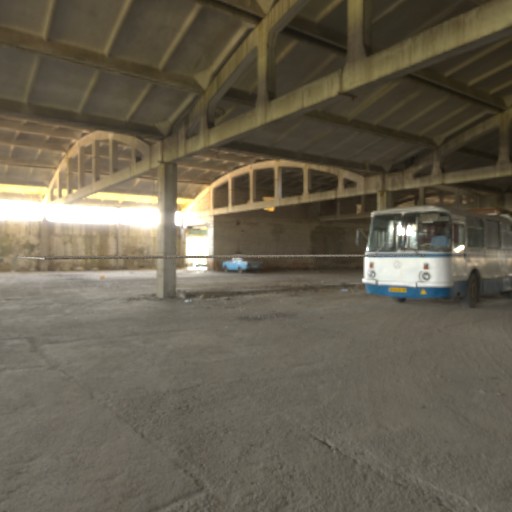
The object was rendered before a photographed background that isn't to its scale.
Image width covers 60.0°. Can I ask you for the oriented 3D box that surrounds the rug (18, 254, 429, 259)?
[{"bbox_3d":[0.000,0.000,2.653,2.443,0.009,0.706,0,1,-35],"label":"rug"}]
